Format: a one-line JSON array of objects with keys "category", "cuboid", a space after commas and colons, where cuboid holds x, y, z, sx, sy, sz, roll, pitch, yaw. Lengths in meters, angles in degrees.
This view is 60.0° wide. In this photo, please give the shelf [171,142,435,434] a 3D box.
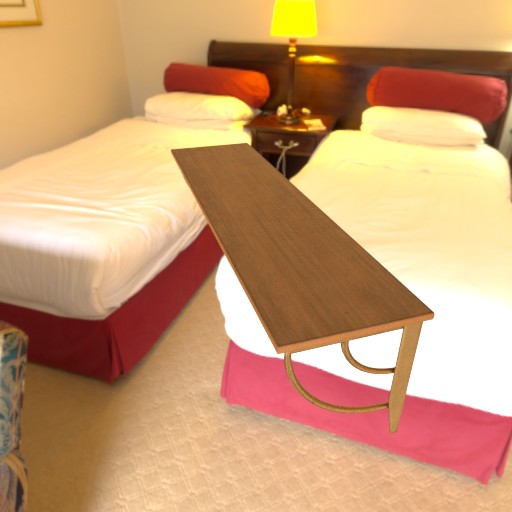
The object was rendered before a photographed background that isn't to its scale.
[{"category": "shelf", "cuboid": [0.000, 0.000, 0.724, 0.166, 0.190, 0.636, -9, 31, -15]}]
